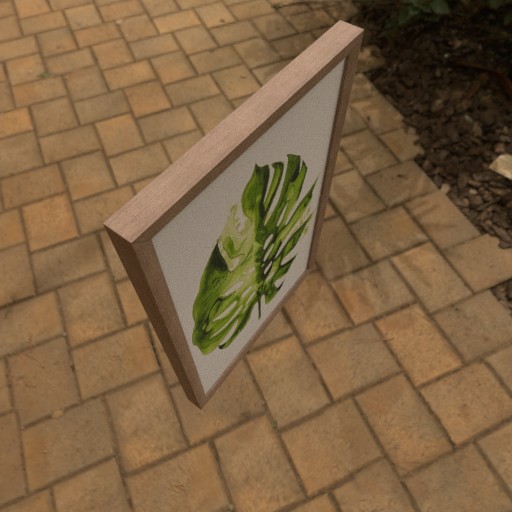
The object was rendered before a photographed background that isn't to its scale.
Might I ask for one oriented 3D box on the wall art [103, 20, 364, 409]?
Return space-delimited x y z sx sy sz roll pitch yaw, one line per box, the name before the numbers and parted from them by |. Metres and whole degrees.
wall art | 0.000 0.000 0.629 0.031 0.509 0.356 32 63 19
